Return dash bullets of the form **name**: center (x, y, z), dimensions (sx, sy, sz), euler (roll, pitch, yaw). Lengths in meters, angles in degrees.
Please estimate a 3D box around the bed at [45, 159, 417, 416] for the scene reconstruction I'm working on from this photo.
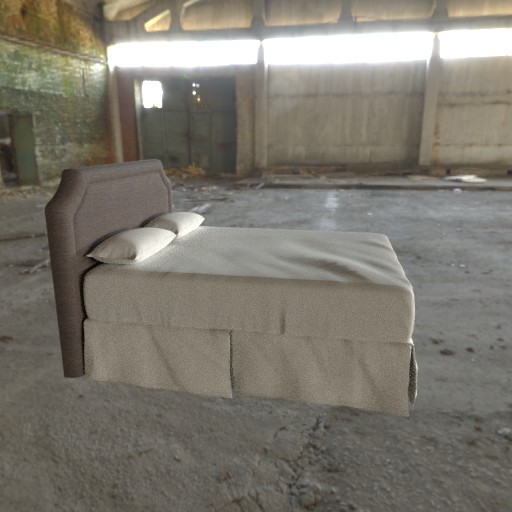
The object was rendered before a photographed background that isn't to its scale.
- **bed**: center (0.000, 0.000, 3.185), dimensions (2.116, 1.290, 1.693), euler (3, 15, 10)
